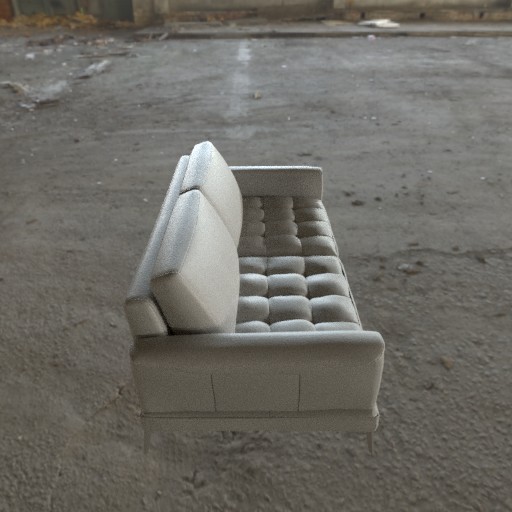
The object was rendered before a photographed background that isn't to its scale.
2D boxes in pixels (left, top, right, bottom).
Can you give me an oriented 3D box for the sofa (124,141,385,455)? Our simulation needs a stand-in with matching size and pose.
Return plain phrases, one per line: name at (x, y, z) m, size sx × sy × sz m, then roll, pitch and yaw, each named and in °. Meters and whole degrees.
sofa at (0.000, 0.000, 2.764) m, size 1.121 × 0.930 × 2.177 m, roll 0°, pitch 32°, yaw 0°
